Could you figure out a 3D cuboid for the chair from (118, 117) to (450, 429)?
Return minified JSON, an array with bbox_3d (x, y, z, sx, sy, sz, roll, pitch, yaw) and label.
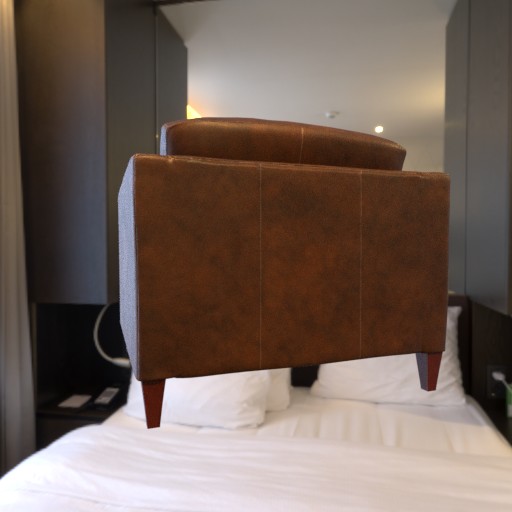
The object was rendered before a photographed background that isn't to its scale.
[{"bbox_3d":[0.000,0.000,1.715,0.990,0.864,0.975,0,1,-19],"label":"chair"}]
